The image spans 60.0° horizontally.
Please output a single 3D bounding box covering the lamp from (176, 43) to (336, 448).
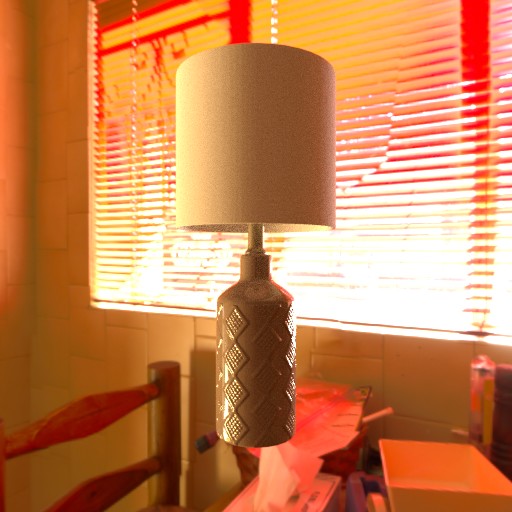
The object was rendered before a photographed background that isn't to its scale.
[{"bbox_3d":[0.000,0.000,0.581,0.207,0.461,0.207,0,0,-1],"label":"lamp"}]
